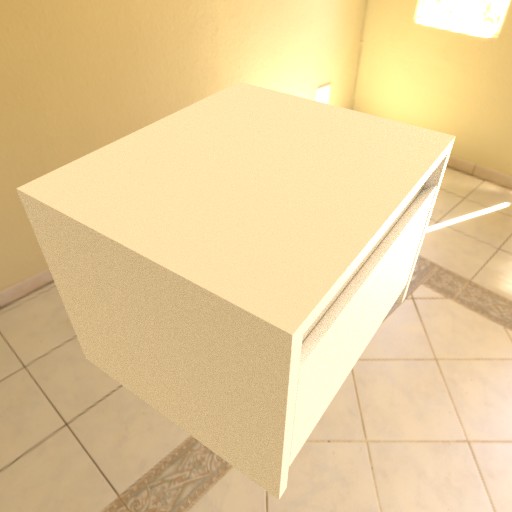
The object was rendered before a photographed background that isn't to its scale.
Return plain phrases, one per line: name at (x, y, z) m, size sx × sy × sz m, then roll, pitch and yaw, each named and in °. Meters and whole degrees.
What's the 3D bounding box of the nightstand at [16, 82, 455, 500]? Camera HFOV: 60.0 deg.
nightstand at (0.000, 0.000, 0.728) m, size 0.408 × 0.351 × 0.470 m, roll 25°, pitch 46°, yaw 26°
